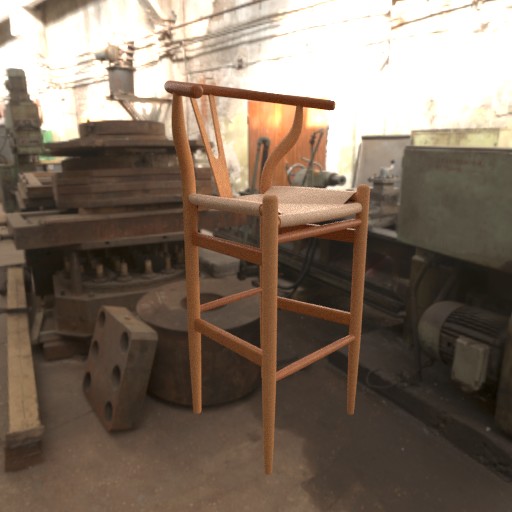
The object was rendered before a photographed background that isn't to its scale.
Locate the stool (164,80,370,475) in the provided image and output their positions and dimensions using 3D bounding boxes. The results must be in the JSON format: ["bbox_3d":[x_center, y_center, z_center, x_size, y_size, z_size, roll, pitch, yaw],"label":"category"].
[{"bbox_3d":[0.000,0.000,1.398,0.574,1.068,0.561,-13,19,-43],"label":"stool"}]
